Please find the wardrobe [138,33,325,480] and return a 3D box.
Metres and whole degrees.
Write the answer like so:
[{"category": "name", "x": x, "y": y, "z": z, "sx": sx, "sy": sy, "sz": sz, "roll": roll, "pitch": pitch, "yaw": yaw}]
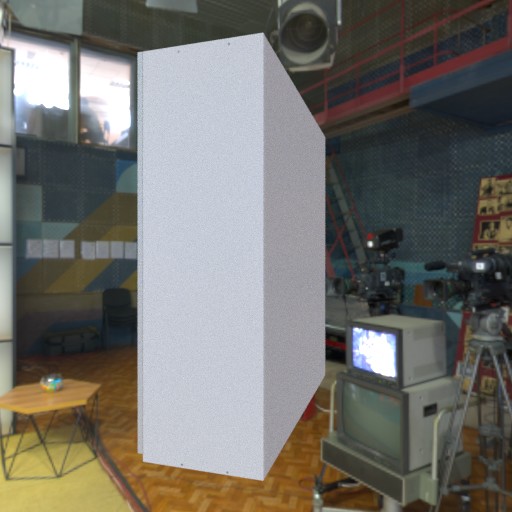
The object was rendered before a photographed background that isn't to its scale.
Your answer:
[{"category": "wardrobe", "x": 0.000, "y": 0.000, "z": 2.876, "sx": 0.629, "sy": 1.960, "sz": 1.780, "roll": 0, "pitch": 0, "yaw": 17}]
